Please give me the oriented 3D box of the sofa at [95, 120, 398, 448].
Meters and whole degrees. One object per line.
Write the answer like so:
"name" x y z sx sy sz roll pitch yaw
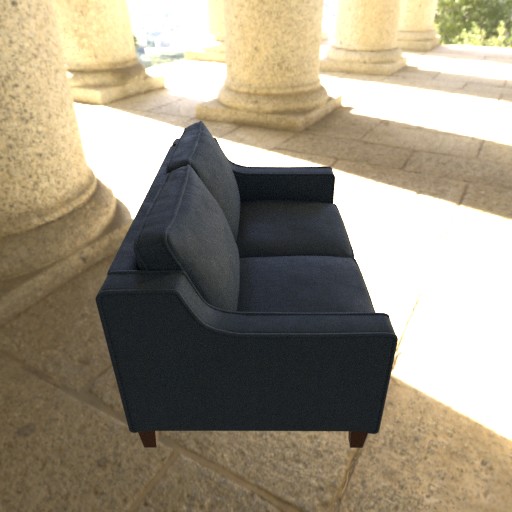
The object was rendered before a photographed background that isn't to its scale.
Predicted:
"sofa" 0.000 0.000 2.160 0.987 0.971 1.501 0 32 0
